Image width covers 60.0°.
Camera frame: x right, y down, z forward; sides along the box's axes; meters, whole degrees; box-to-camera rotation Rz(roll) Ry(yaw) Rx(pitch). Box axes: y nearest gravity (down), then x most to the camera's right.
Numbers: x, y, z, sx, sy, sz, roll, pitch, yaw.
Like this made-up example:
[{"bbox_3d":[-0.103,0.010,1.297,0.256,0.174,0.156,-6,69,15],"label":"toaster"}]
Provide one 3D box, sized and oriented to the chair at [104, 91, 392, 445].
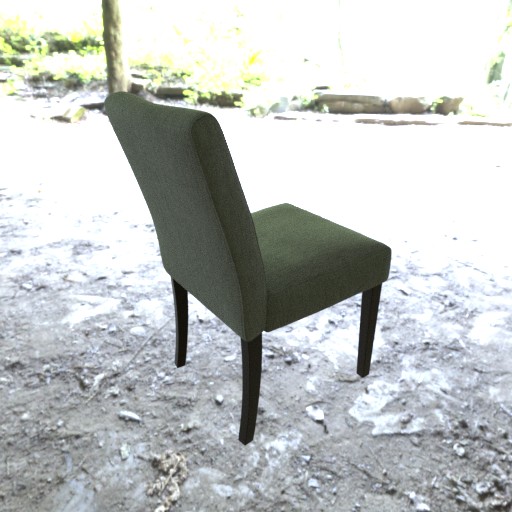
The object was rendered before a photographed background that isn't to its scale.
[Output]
[{"bbox_3d":[0.000,0.000,1.261,0.629,0.884,0.487,-18,32,-32],"label":"chair"}]
